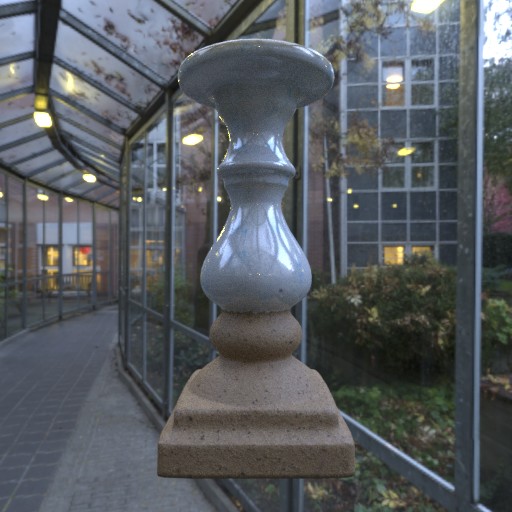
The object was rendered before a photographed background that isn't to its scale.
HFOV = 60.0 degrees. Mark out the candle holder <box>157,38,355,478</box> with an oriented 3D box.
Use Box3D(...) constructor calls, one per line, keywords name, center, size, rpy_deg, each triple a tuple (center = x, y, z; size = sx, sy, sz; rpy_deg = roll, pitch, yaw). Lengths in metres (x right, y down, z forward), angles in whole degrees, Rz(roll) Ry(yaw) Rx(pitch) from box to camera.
Box3D(name="candle holder", center=(0.000, 0.000, 0.292), size=(0.110, 0.239, 0.110), rpy_deg=(0, 0, 0))
